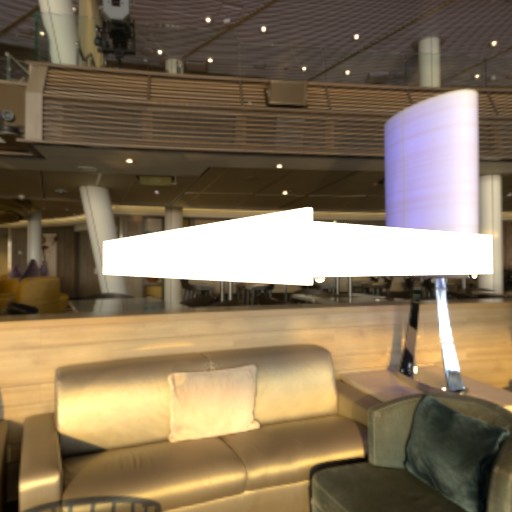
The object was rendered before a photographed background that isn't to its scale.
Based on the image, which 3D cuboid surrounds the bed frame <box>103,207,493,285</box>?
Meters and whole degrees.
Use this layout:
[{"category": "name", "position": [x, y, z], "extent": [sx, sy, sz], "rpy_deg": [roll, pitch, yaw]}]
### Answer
[{"category": "bed frame", "position": [0.000, 0.000, 1.518], "extent": [0.670, 0.141, 1.300], "rpy_deg": [1, -2, -34]}]
